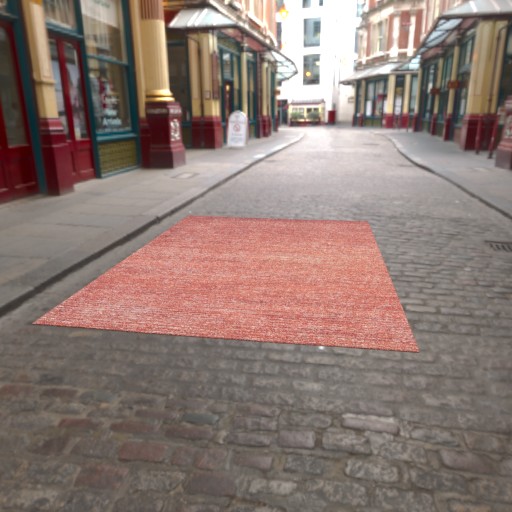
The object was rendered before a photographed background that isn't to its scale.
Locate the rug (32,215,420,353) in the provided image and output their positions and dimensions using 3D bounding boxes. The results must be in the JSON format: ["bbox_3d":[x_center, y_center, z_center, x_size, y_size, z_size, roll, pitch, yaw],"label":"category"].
[{"bbox_3d":[0.000,0.000,4.997,2.803,0.025,3.965,3,17,8],"label":"rug"}]
